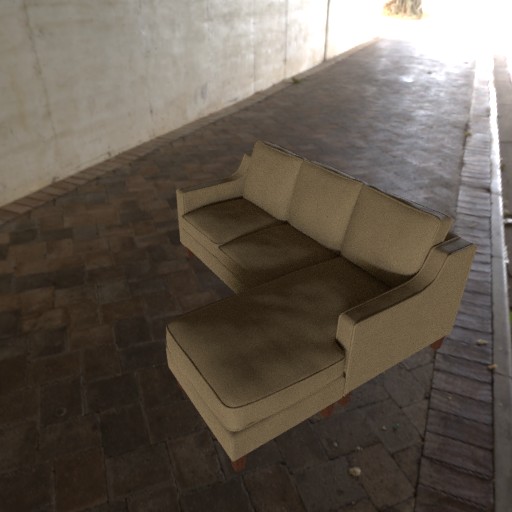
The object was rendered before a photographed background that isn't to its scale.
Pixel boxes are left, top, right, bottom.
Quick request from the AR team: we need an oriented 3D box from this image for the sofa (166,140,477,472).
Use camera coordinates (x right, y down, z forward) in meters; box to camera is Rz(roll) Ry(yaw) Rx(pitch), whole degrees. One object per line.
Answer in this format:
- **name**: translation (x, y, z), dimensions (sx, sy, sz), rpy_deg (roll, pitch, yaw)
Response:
- **sofa**: translation (0.000, 0.000, 3.319), dimensions (1.858, 1.066, 2.317), rpy_deg (-19, 36, -28)
